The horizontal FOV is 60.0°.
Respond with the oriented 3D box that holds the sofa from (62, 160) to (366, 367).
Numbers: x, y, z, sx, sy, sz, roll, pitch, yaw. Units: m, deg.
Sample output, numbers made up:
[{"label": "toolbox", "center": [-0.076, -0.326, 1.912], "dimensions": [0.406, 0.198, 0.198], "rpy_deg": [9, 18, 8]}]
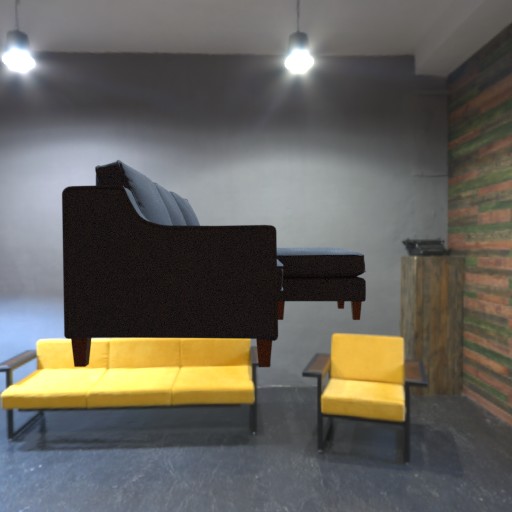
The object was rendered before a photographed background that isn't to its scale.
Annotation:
[{"label": "sofa", "center": [0.000, 0.000, 3.289], "dimensions": [1.858, 1.066, 2.317], "rpy_deg": [0, 1, 0]}]
